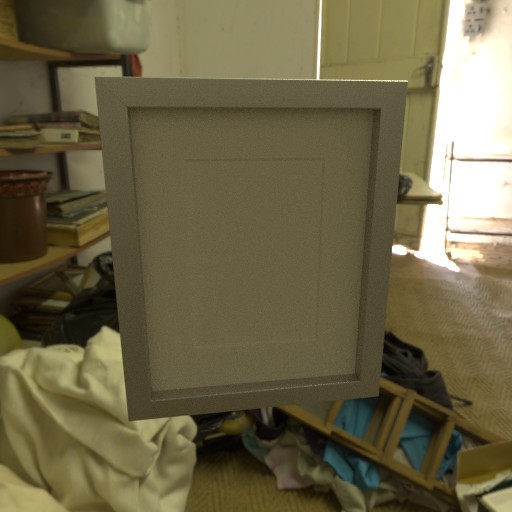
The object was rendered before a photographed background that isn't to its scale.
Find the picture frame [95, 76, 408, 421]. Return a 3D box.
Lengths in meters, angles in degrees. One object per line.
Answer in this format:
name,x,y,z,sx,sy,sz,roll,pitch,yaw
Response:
picture frame,0.000,0.000,0.382,0.233,0.282,0.036,-3,17,-9
